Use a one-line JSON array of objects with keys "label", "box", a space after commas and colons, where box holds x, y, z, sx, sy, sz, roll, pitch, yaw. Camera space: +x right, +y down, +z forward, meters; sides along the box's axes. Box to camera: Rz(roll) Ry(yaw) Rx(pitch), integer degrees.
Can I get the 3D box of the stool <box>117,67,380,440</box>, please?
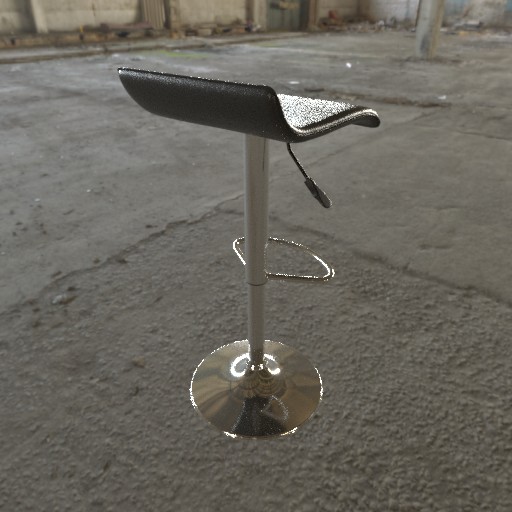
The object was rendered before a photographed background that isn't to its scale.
[{"label": "stool", "box": [0.000, 0.000, 1.064, 0.381, 0.851, 0.381, 22, 36, 33]}]
